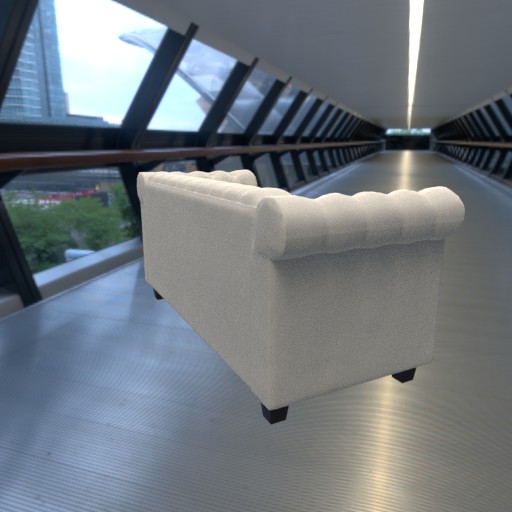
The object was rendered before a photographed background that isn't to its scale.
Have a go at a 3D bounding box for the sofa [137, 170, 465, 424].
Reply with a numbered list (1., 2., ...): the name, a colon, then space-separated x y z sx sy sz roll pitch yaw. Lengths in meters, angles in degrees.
1. sofa: 0.000 0.000 2.233 0.771 0.796 1.798 -7 15 -26
